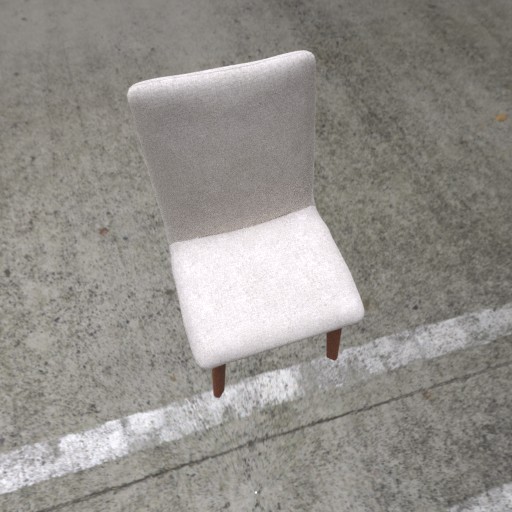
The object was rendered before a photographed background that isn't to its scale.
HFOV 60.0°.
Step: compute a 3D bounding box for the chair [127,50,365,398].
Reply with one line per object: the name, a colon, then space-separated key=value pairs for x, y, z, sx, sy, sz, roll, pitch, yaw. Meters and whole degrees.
chair: x=0.000 y=0.000 z=1.348 sx=0.522 sy=0.974 sz=0.563 roll=-16 pitch=63 yaw=-8
